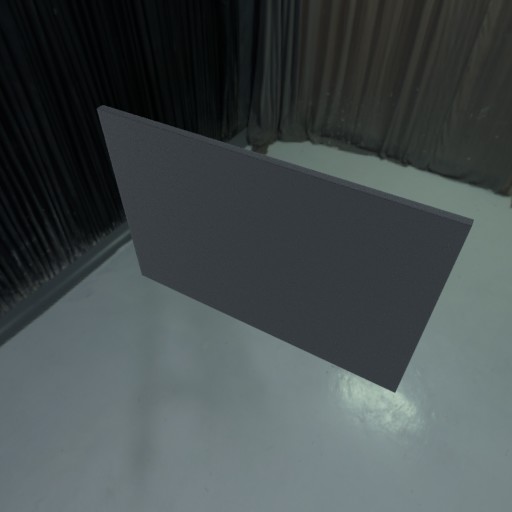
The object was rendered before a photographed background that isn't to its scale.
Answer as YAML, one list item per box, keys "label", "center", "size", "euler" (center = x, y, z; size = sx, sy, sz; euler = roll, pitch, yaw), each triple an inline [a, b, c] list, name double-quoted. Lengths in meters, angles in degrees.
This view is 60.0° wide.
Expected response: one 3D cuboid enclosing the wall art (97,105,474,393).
- label: "wall art"
  center: [0.000, 0.000, 1.258]
  size: [0.964, 0.659, 0.049]
  euler: [23, 50, 21]
